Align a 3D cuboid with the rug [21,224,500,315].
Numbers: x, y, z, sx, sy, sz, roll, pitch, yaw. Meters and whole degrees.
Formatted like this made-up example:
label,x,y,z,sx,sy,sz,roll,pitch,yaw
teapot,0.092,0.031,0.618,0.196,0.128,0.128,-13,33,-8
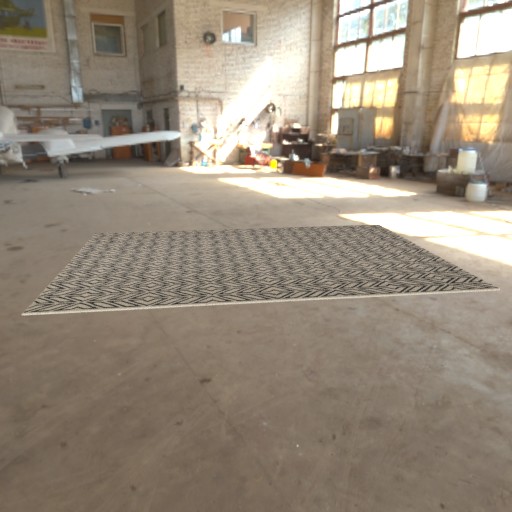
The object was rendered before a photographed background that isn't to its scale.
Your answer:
label,x,y,z,sx,sy,sz,roll,pitch,yaw
rug,0.000,0.000,2.250,1.828,0.007,1.220,-2,17,-7
